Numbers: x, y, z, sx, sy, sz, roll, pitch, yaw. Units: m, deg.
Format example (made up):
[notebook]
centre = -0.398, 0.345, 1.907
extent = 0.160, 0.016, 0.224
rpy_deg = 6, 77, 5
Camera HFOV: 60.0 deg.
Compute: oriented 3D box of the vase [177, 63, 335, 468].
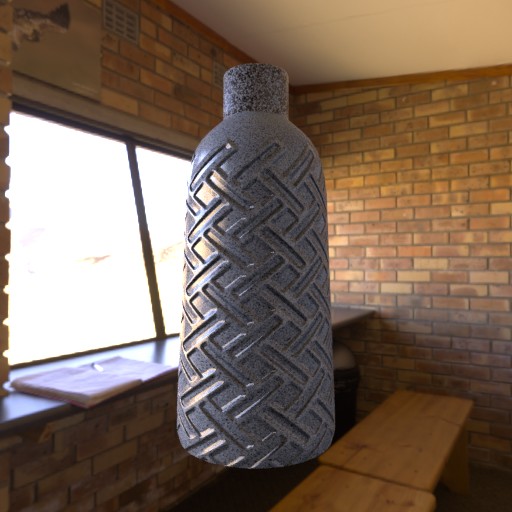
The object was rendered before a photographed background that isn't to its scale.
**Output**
[vase]
centre = 0.000, 0.000, 0.348
extent = 0.122, 0.282, 0.122
rpy_deg = 0, -1, 0
